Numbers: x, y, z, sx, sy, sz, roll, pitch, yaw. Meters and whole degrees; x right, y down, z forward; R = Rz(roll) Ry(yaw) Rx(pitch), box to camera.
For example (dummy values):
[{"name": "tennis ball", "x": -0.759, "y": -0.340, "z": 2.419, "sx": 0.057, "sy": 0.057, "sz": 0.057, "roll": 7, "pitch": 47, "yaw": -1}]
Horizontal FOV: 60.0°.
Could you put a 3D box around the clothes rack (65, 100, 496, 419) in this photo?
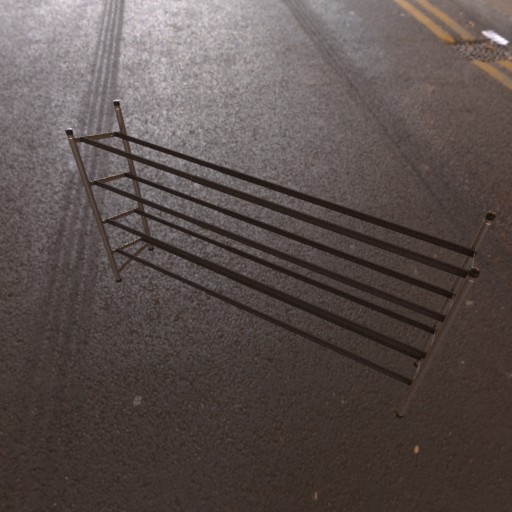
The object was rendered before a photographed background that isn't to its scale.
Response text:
[{"name": "clothes rack", "x": 0.000, "y": 0.000, "z": 1.406, "sx": 1.168, "sy": 0.672, "sz": 0.229, "roll": 22, "pitch": 50, "yaw": 20}]
